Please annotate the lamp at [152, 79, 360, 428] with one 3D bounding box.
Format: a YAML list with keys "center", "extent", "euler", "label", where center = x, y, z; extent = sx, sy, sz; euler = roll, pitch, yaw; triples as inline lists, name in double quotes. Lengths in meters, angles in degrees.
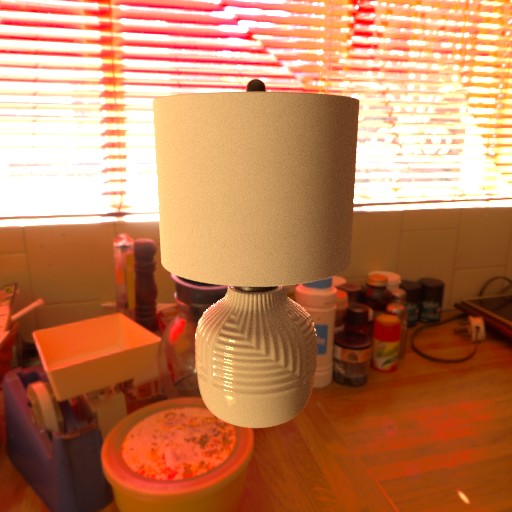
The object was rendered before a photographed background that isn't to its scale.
- center: [0.000, 0.000, 0.759]
  extent: [0.318, 0.567, 0.318]
  euler: [0, 15, 0]
  label: "lamp"
